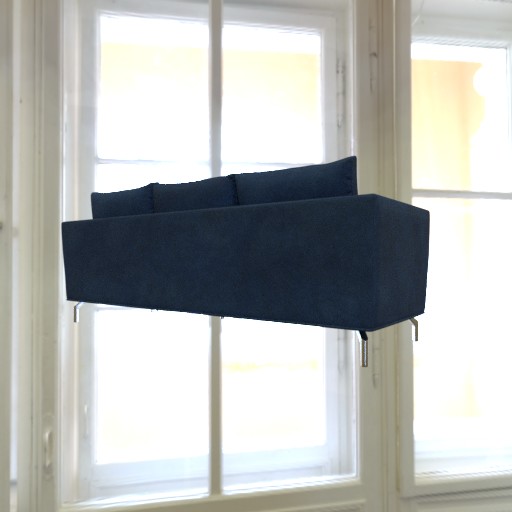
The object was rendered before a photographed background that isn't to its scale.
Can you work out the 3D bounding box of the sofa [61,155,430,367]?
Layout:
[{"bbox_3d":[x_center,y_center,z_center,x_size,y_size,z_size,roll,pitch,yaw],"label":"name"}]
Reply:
[{"bbox_3d":[0.000,0.000,3.223,2.438,0.987,1.622,0,0,37],"label":"sofa"}]
